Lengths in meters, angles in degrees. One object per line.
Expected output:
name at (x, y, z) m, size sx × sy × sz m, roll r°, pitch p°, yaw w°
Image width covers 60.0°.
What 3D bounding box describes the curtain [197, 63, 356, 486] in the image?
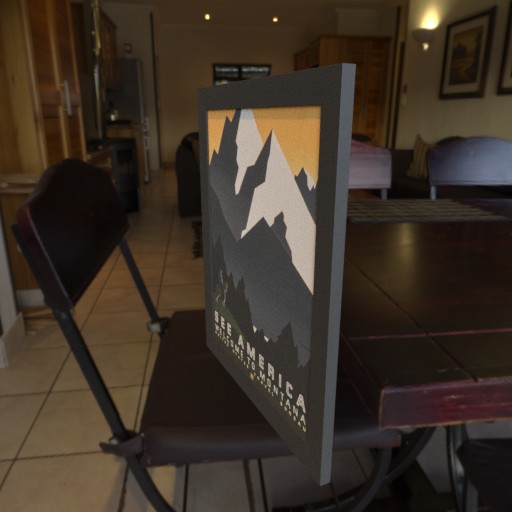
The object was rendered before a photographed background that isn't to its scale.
curtain at (0.000, 0.000, 0.790) m, size 0.027 × 0.585 × 0.483 m, roll -8°, pitch 19°, yaw -25°
